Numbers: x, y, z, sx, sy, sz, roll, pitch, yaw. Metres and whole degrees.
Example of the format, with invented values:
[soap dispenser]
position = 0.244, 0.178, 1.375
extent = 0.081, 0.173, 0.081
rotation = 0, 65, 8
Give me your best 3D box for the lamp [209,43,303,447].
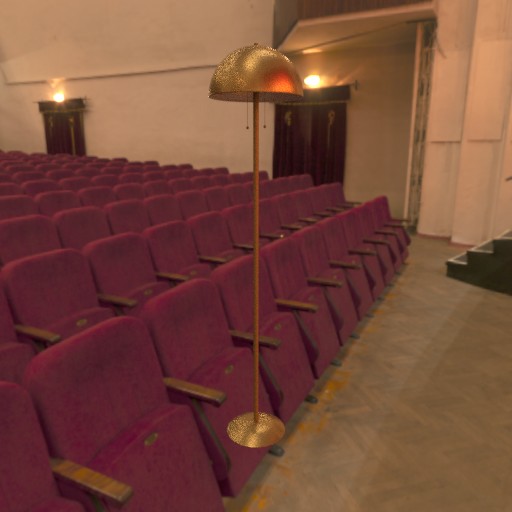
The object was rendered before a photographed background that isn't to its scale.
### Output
[lamp]
position = 0.000, 0.000, 1.673
extent = 0.328, 1.480, 0.328
rotation = 7, 15, 26
